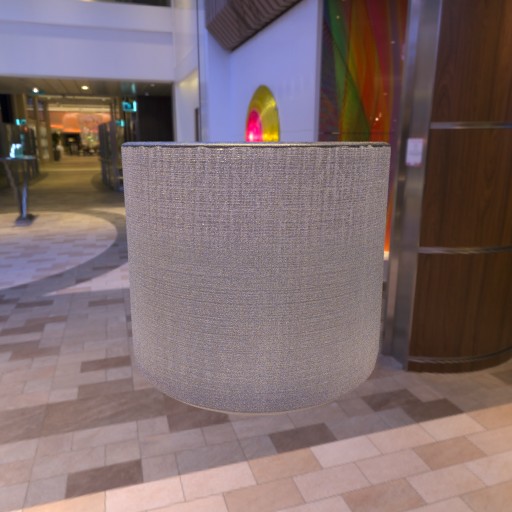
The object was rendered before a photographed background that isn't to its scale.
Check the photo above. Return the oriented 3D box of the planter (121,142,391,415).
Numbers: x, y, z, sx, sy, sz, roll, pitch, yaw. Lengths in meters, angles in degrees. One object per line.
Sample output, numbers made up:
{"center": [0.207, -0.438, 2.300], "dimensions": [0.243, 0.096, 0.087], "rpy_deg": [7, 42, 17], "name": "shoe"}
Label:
{"center": [0.000, 0.000, 0.224], "dimensions": [0.125, 0.112, 0.125], "rpy_deg": [0, 14, 0], "name": "planter"}
